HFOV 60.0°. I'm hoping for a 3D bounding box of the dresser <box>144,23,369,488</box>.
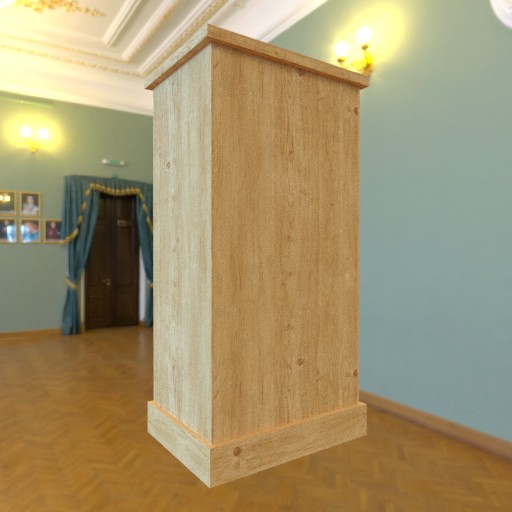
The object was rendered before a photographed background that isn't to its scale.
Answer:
[{"bbox_3d":[0.000,0.000,1.302,0.531,1.041,0.390,0,1,-35],"label":"dresser"}]
